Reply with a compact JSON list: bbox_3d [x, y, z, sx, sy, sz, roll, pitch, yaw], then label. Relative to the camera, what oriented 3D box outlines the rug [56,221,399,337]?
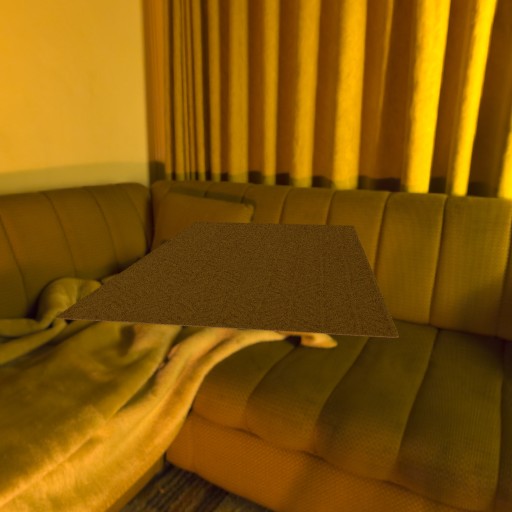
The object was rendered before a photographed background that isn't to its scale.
[{"bbox_3d":[0.000,0.000,3.086,1.523,0.008,2.438,2,15,8],"label":"rug"}]
